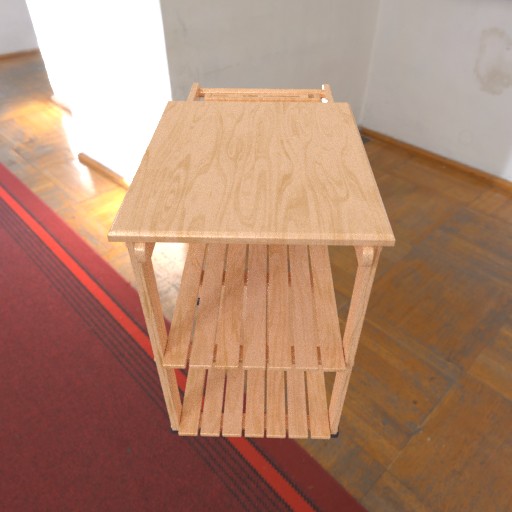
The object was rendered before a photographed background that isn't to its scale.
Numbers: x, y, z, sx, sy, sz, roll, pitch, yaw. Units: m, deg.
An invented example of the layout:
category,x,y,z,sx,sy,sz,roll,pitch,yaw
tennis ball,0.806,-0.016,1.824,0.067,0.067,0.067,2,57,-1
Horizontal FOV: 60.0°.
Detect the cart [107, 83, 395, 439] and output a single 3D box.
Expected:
category,x,y,z,sx,sy,sz,roll,pitch,yaw
cart,0.000,0.000,1.361,0.520,0.816,0.843,1,41,1
